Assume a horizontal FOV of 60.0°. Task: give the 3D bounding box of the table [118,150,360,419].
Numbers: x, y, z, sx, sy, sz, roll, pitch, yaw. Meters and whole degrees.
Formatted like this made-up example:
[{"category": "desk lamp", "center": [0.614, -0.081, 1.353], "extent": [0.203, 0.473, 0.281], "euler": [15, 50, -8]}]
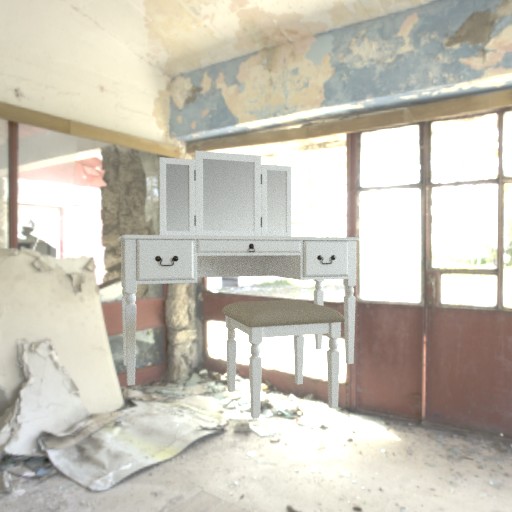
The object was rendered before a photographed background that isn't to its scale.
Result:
[{"category": "table", "center": [0.000, 0.000, 2.361], "extent": [1.369, 1.310, 1.115], "euler": [0, 1, -19]}]
